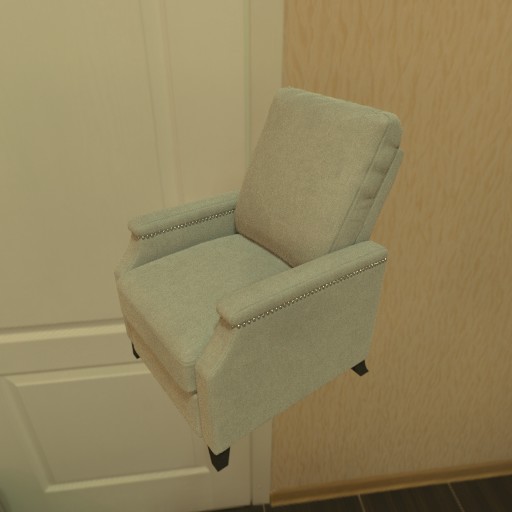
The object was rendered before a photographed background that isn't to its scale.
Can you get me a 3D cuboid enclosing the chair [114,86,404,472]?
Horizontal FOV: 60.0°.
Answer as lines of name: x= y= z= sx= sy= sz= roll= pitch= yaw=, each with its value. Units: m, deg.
chair: x=0.000 y=0.000 z=1.645 sx=0.922 sy=1.049 sz=0.710 roll=-22 pitch=38 yaw=-31
